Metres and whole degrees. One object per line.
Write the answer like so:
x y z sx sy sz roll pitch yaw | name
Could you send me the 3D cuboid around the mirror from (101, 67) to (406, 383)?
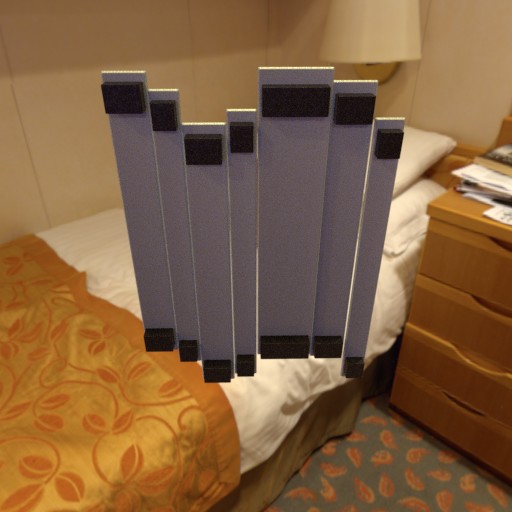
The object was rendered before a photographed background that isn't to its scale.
0.000 0.000 0.772 0.445 0.611 0.058 -1 31 -1 | mirror
